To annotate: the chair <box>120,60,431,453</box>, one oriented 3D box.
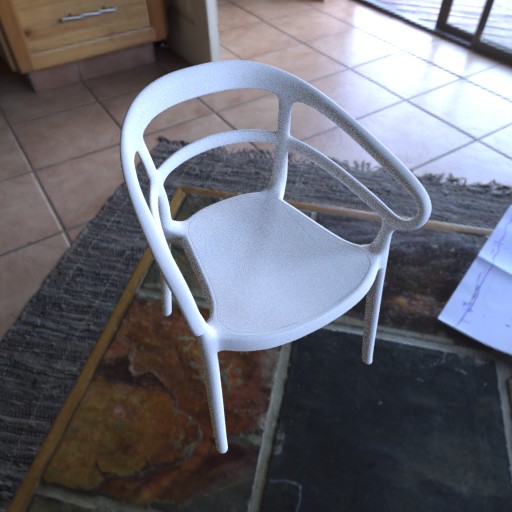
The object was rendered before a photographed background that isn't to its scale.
[{"bbox_3d":[0.000,0.000,1.107,0.559,0.761,0.527,-24,51,-21],"label":"chair"}]
